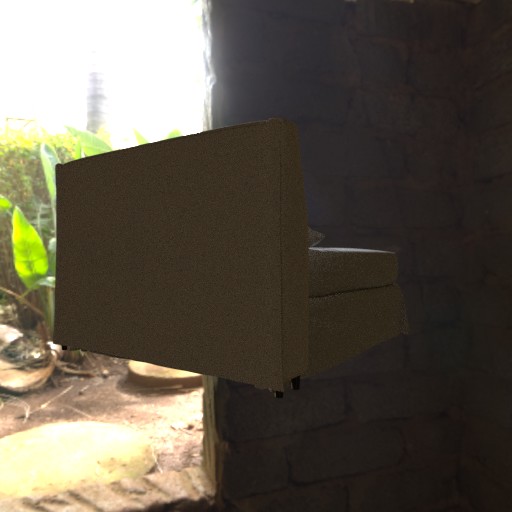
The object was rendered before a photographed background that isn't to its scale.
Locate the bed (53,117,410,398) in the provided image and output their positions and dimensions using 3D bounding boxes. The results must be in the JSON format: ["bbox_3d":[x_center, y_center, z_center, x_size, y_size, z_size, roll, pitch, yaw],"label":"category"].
[{"bbox_3d":[0.000,0.000,3.496,1.925,1.332,2.276,0,0,35],"label":"bed"}]
